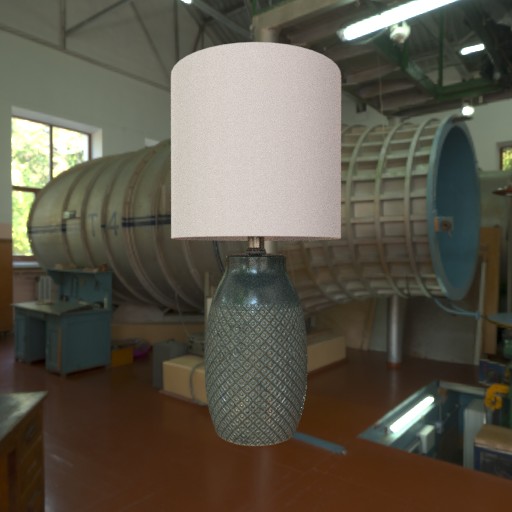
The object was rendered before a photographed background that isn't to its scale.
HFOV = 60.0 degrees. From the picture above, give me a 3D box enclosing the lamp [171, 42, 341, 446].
[{"bbox_3d":[0.000,0.000,0.577,0.217,0.453,0.217,0,1,-17],"label":"lamp"}]
